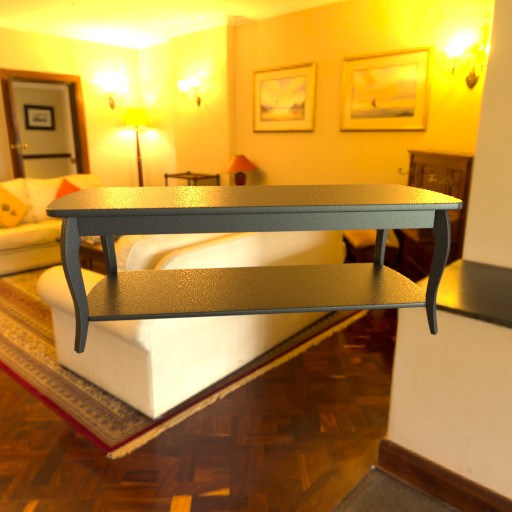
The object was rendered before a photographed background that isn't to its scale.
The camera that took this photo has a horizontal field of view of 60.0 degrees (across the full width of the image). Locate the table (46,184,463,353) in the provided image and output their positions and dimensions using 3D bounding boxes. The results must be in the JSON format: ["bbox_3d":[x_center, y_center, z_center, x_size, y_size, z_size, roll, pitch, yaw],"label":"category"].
[{"bbox_3d":[0.000,0.000,1.637,1.333,0.457,0.571,-2,15,-6],"label":"table"}]
